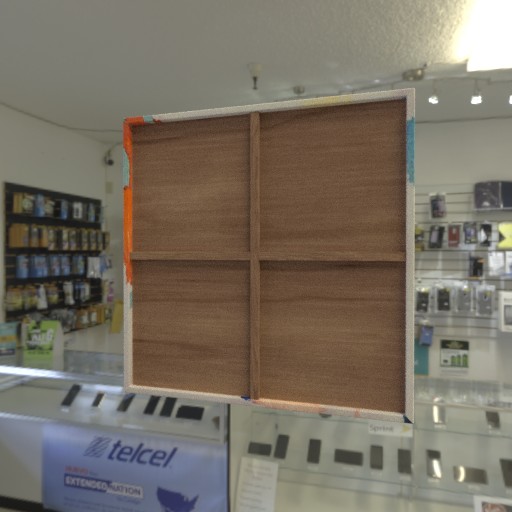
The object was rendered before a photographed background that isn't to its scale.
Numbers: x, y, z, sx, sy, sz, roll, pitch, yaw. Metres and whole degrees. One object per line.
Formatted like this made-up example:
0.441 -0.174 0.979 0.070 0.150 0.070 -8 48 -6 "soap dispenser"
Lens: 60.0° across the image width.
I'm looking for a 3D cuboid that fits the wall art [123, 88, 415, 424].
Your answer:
0.000 0.000 1.211 0.814 0.814 0.037 0 1 17 "wall art"
